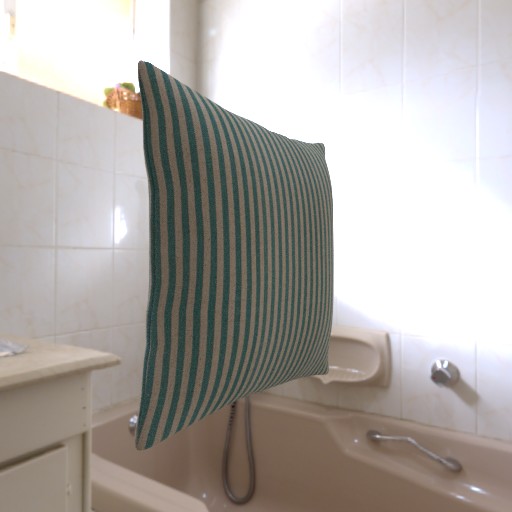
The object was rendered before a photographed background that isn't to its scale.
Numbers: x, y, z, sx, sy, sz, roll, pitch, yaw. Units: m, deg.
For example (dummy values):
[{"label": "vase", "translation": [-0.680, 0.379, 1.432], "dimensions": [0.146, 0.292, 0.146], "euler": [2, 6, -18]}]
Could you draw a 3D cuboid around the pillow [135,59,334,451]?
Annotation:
[{"label": "pillow", "translation": [0.000, 0.000, 0.776], "dimensions": [0.166, 0.510, 0.523], "euler": [-1, -1, 36]}]
